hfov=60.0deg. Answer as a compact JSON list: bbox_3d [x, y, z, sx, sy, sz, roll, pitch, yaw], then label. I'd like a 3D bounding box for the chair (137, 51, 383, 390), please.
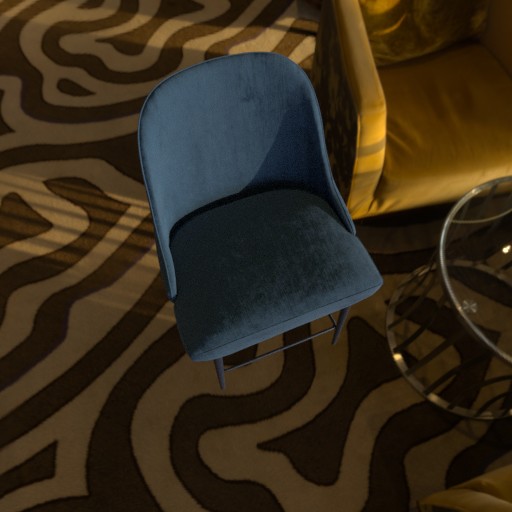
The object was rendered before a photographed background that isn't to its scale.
[{"bbox_3d":[0.000,0.000,1.237,0.526,0.927,0.489,-20,64,-10],"label":"chair"}]
